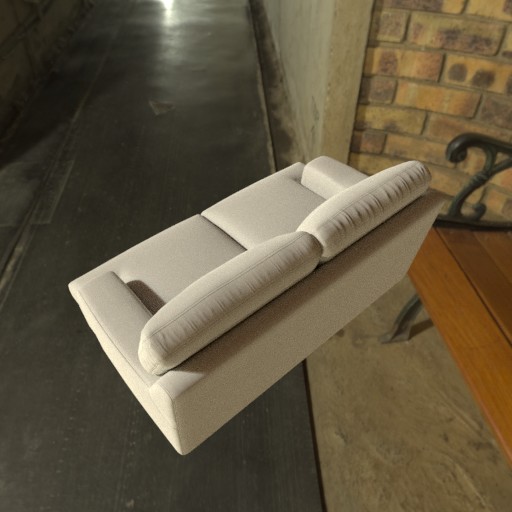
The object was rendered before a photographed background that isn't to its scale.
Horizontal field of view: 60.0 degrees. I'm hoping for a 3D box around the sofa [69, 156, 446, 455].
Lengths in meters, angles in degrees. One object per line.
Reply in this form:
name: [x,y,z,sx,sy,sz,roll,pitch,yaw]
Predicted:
sofa: [0.000,0.000,2.526,1.880,0.940,1.143,-32,54,-27]
